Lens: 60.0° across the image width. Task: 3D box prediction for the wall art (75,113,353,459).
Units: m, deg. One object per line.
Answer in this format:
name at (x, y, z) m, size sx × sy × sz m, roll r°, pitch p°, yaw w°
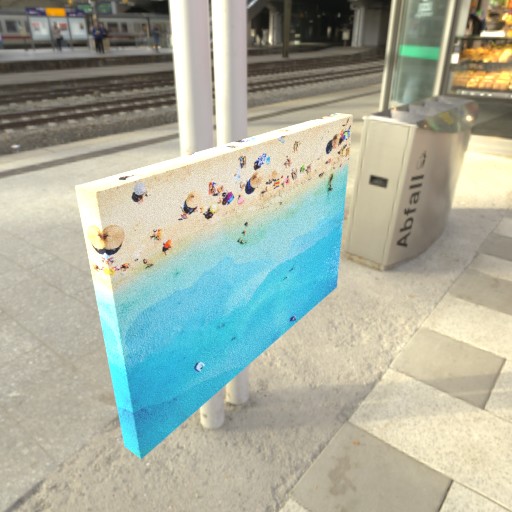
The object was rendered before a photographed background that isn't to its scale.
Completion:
wall art at (0.000, 0.000, 1.146) m, size 0.057 × 0.595 × 0.894 m, roll 19°, pitch 32°, yaw 32°
